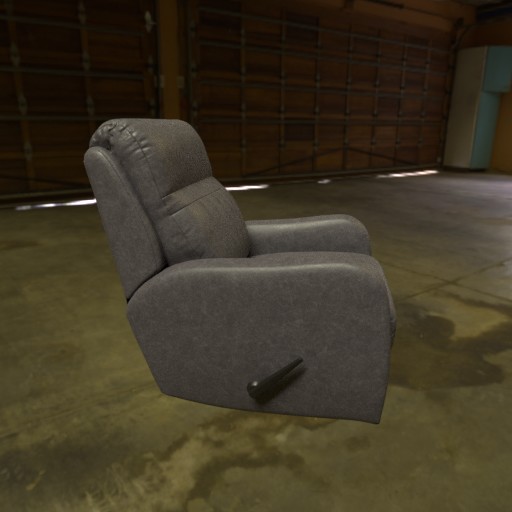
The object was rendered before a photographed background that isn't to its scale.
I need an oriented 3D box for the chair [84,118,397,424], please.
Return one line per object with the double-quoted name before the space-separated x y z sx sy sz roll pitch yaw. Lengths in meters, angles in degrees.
"chair" 0.000 0.000 1.794 1.067 1.067 0.865 3 16 9
